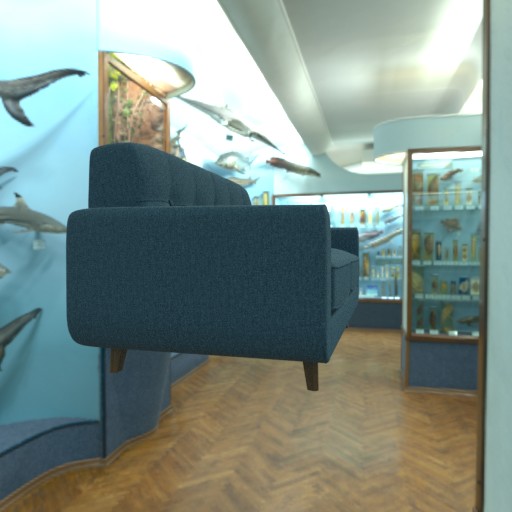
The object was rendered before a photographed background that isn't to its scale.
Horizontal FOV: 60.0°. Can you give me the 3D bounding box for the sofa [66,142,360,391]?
[{"bbox_3d":[0.000,0.000,2.225,0.942,0.896,1.651,0,1,16],"label":"sofa"}]
